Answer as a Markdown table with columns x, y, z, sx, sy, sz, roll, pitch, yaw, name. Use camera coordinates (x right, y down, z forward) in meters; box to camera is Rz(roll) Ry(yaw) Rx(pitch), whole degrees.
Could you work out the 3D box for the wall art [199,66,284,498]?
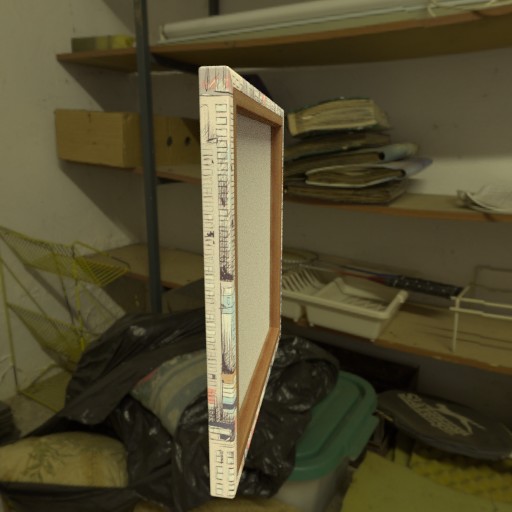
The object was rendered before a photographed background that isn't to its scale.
| x | y | z | sx | sy | sz | roll | pitch | yaw | name |
| --- | --- | --- | --- | --- | --- | --- | --- | --- | --- |
| 0.000 | 0.000 | 0.888 | 0.038 | 0.608 | 0.607 | 2 | 14 | 9 | wall art |
